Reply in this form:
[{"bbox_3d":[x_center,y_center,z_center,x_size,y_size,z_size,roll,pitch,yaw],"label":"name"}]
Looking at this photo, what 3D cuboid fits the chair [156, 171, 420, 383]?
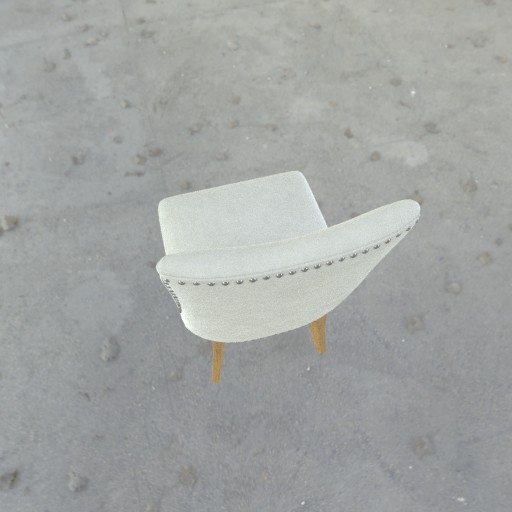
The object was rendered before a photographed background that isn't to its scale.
[{"bbox_3d":[0.000,0.000,1.249,0.495,0.902,0.610,-13,59,-8],"label":"chair"}]
